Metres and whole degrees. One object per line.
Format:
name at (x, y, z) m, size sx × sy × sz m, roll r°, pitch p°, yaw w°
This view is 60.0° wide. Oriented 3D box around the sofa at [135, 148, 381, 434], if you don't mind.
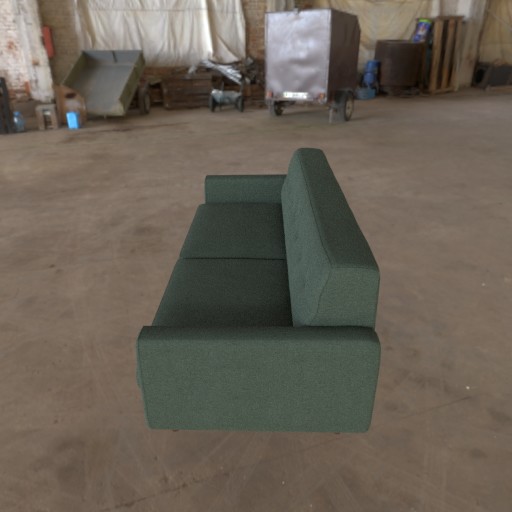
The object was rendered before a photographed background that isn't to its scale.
sofa at (0.000, 0.000, 2.483) m, size 0.909 × 0.841 × 2.029 m, roll 1°, pitch 27°, yaw 1°
